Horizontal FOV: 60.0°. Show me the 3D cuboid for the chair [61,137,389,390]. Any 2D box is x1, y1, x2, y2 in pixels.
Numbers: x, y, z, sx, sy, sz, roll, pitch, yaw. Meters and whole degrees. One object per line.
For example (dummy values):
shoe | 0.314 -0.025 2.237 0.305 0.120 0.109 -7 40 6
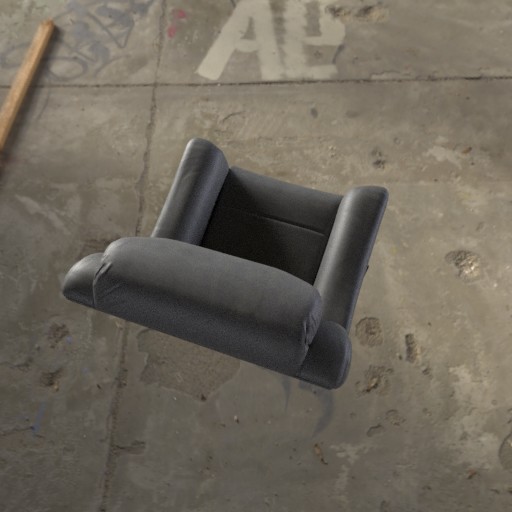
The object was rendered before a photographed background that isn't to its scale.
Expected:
chair | 0.000 0.000 1.855 0.967 1.116 1.068 17 63 9
